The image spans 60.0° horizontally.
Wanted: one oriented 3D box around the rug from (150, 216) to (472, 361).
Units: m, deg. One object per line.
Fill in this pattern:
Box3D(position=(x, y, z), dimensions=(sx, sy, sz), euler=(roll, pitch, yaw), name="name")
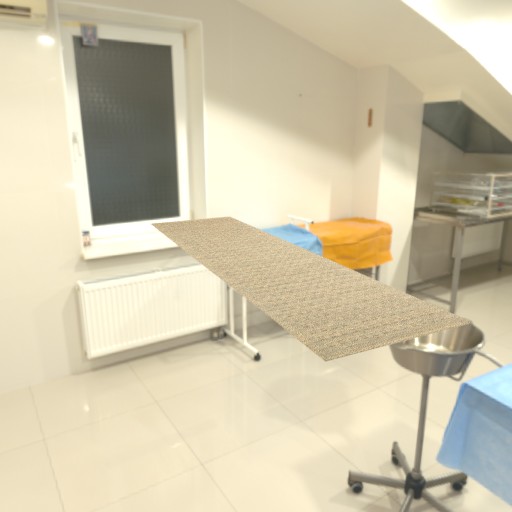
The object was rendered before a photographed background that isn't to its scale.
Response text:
Box3D(position=(0.000, 0.000, 2.628), dimensions=(0.688, 0.005, 2.437), euler=(-8, 17, -25), name="rug")
